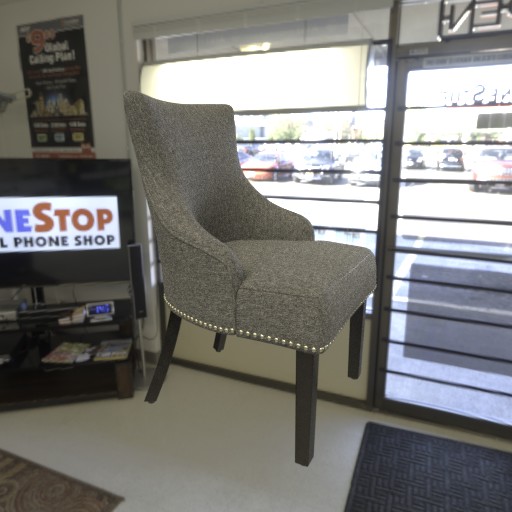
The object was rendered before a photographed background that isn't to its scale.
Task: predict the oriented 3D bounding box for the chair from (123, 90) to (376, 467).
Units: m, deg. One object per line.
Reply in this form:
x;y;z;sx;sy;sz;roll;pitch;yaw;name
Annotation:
0.000;0.000;1.318;0.629;0.909;0.566;7;16;26;chair
